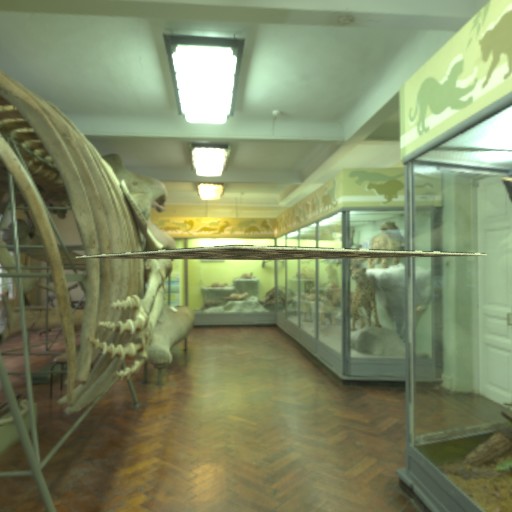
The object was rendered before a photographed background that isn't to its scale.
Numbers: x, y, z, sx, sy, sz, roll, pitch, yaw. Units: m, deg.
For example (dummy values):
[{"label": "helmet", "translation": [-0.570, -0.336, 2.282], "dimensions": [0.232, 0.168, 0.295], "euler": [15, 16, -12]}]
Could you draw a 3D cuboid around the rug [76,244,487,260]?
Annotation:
[{"label": "rug", "translation": [0.000, 0.000, 4.137], "dimensions": [2.466, 0.021, 3.049], "euler": [1, -2, -36]}]
